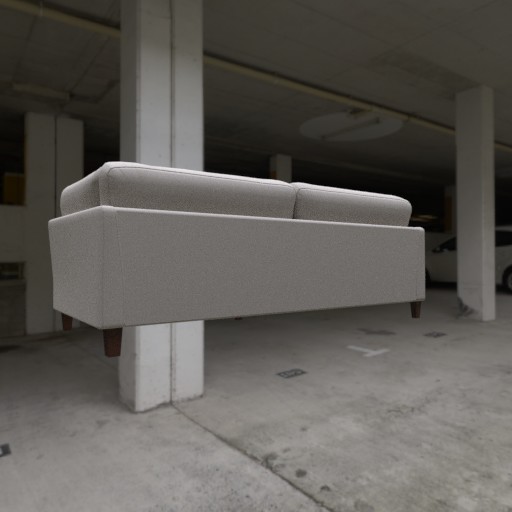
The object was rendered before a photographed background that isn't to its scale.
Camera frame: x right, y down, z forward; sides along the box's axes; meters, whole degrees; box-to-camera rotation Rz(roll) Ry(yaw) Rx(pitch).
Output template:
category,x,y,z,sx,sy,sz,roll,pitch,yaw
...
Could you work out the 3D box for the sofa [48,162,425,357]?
category,x,y,z,sx,sy,sz,roll,pitch,yaw
sofa,0.000,0.000,2.844,2.301,0.863,0.957,0,-1,-35
